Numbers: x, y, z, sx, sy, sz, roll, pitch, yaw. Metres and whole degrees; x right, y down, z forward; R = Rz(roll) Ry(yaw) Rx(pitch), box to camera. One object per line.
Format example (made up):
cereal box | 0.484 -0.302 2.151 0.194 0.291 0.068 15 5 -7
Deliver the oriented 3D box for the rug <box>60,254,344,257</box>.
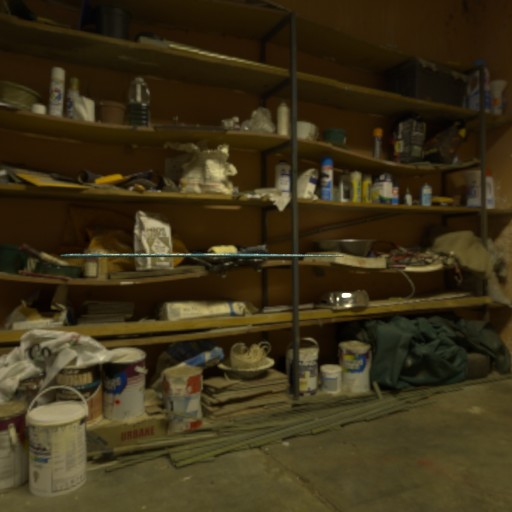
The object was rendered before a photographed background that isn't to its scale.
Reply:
rug | 0.000 0.000 2.442 0.662 0.011 2.196 0 0 19
